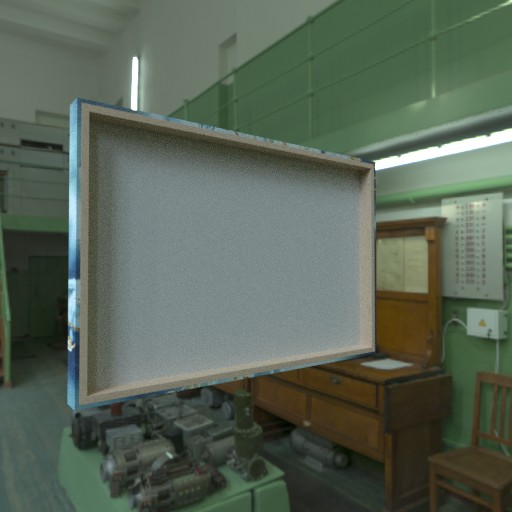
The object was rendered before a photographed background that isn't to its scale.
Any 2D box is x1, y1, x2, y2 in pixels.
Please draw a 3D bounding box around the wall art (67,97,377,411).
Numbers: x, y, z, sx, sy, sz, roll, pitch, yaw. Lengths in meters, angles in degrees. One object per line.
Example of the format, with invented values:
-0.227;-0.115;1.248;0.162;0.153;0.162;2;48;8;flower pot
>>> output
0.000;0.000;0.769;0.607;0.405;0.036;1;-1;-37;wall art
